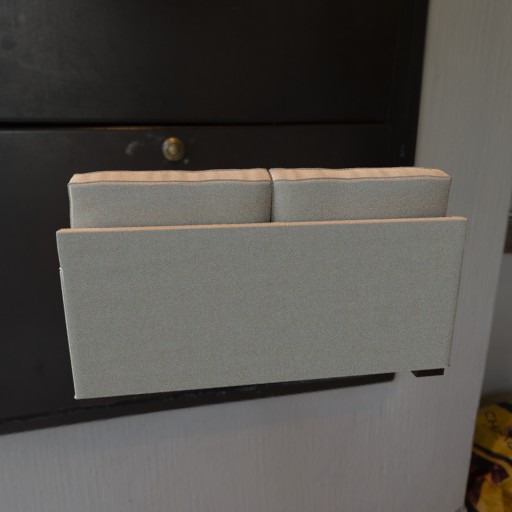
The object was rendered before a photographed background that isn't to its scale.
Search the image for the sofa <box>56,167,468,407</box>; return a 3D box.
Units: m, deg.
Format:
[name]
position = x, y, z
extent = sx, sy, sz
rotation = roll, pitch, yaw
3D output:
[sofa]
position = 0.000, 0.000, 2.063
extent = 1.484, 0.853, 0.942
rotation = -2, 16, -8
